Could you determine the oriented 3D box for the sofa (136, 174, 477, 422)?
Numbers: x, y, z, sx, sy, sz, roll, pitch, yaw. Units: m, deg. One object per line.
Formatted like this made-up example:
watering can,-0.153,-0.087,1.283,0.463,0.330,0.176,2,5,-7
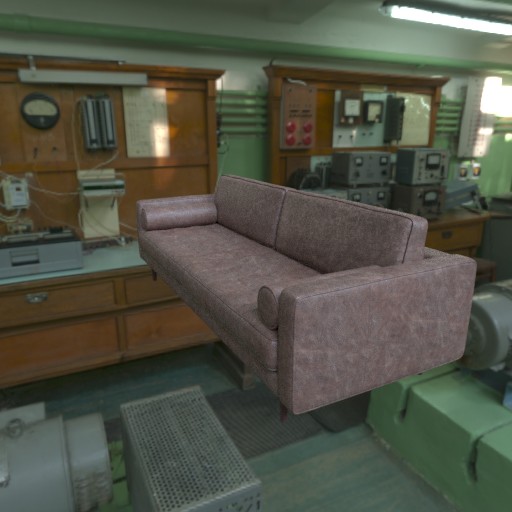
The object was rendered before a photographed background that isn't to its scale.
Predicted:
sofa,0.000,0.000,2.587,0.914,0.762,2.210,-8,18,-27
